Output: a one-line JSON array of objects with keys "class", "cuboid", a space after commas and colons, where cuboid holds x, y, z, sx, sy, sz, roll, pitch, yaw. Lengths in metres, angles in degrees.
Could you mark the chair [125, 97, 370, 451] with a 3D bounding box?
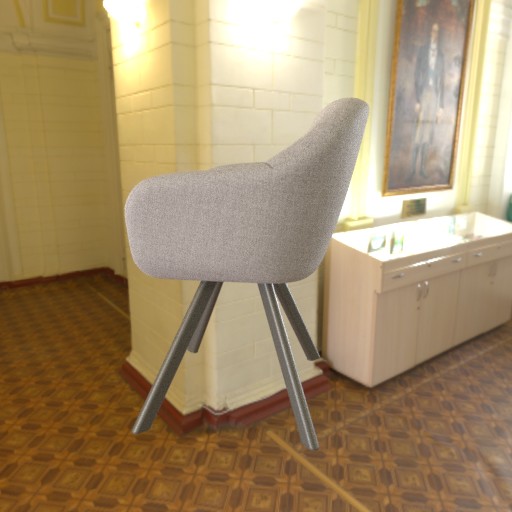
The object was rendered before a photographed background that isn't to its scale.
[{"class": "chair", "cuboid": [0.000, 0.000, 1.191, 0.550, 0.795, 0.590, 2, 13, 8]}]
